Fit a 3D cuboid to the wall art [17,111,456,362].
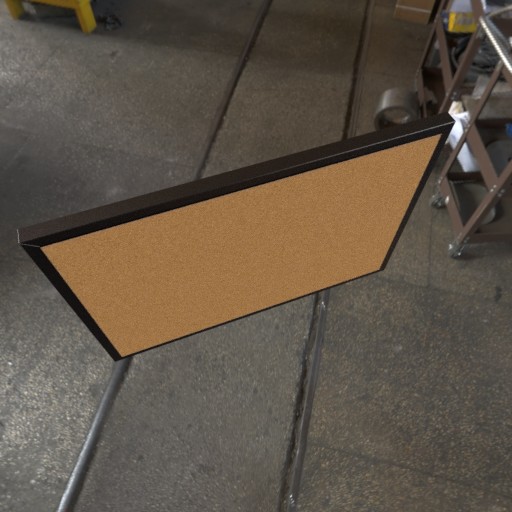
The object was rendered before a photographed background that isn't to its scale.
[{"bbox_3d":[0.000,0.000,0.829,0.657,0.458,0.027,-17,59,-11],"label":"wall art"}]
